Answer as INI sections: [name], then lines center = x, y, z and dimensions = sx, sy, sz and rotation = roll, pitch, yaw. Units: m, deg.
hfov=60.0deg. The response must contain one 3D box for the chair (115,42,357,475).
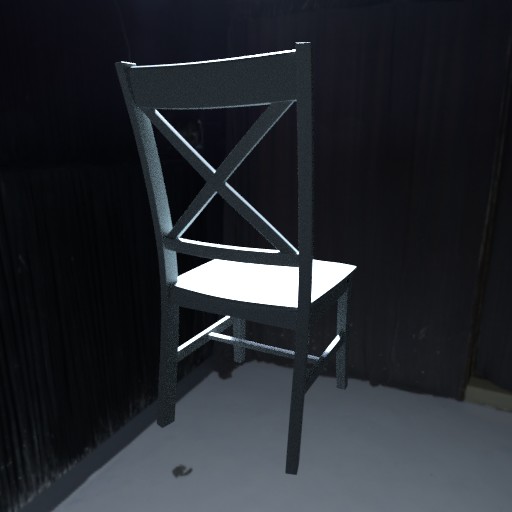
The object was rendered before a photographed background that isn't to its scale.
[chair]
center = 0.000, 0.000, 1.258
dimensions = 0.485, 0.983, 0.542
rotation = 8, 16, 27
